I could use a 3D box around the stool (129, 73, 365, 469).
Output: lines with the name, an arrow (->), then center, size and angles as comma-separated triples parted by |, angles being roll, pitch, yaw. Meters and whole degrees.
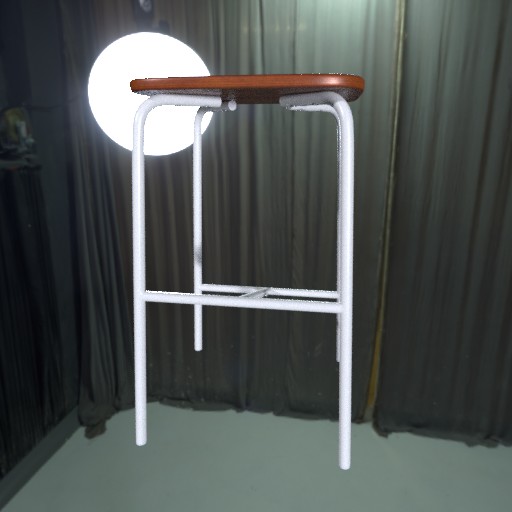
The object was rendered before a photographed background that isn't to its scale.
stool -> 0.000, 0.000, 0.854 | 0.376, 0.610, 0.376 | 3, 16, 9
